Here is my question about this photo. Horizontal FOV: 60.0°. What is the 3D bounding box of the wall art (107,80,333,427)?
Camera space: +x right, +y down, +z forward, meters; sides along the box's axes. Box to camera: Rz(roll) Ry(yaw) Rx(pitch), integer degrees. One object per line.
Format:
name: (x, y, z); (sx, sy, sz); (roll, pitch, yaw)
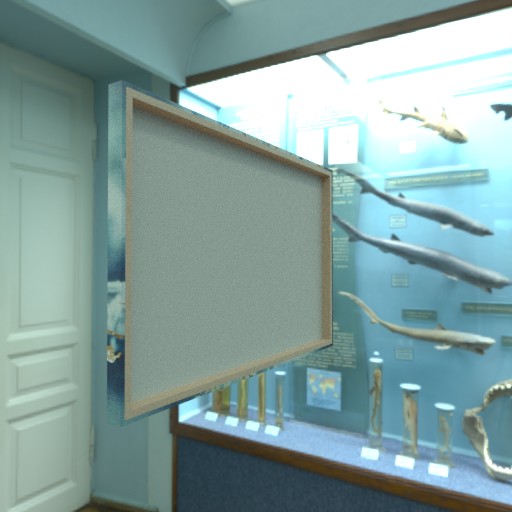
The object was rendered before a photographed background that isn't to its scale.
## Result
wall art: (0.000, 0.000, 1.167); (0.038, 0.608, 0.912); (-1, -1, 33)
